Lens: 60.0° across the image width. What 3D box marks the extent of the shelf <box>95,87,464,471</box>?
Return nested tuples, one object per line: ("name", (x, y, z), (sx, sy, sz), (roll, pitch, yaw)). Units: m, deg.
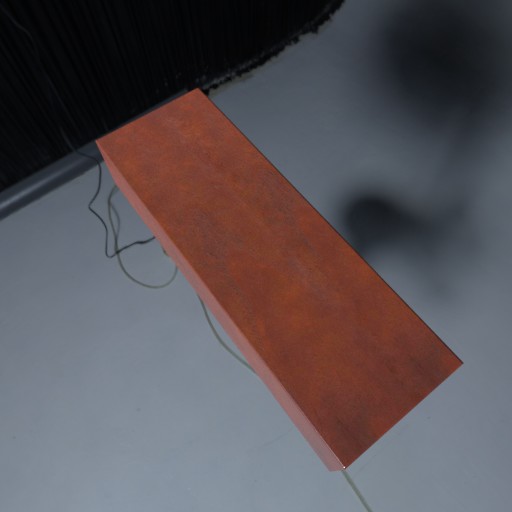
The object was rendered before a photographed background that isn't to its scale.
("shelf", (0.000, 0.000, 0.524), (0.152, 0.088, 0.457), (-34, 68, -16))
